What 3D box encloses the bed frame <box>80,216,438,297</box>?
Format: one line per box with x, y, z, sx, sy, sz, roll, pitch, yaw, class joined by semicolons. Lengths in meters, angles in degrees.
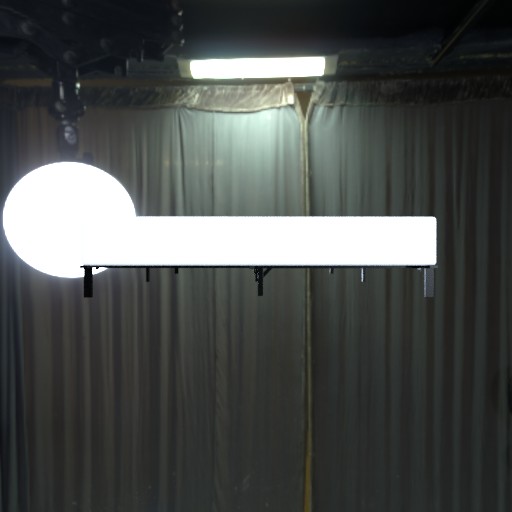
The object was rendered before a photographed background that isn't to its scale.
0.000;0.000;3.860;1.930;0.440;2.987;0;0;-1;bed frame
